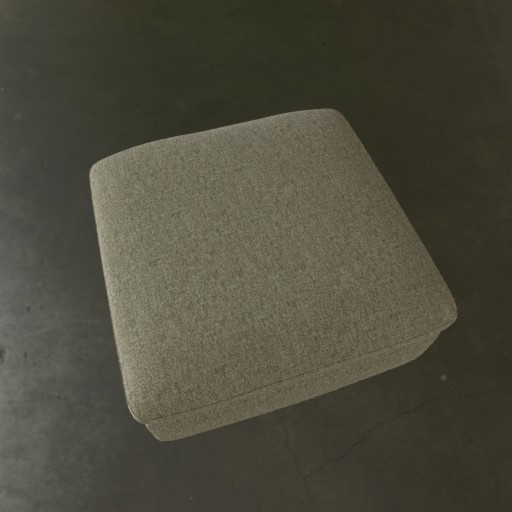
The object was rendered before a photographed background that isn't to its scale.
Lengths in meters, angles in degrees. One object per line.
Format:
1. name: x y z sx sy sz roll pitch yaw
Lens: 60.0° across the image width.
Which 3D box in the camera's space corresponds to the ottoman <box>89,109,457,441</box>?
1. ottoman: 0.000 0.000 1.649 1.039 0.526 1.035 -15 60 -9
